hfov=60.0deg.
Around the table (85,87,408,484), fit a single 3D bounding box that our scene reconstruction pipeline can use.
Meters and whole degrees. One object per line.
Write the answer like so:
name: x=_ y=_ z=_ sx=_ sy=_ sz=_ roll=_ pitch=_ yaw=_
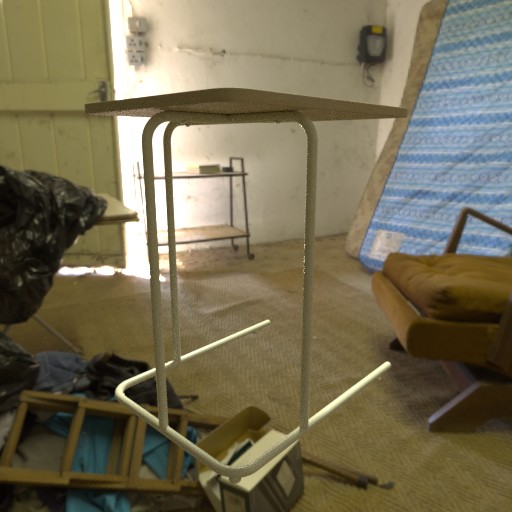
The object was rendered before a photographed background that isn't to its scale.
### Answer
table: x=0.000 y=0.000 z=0.860 sx=0.370 sy=0.550 sz=0.480 roll=13 pitch=19 yaw=41
